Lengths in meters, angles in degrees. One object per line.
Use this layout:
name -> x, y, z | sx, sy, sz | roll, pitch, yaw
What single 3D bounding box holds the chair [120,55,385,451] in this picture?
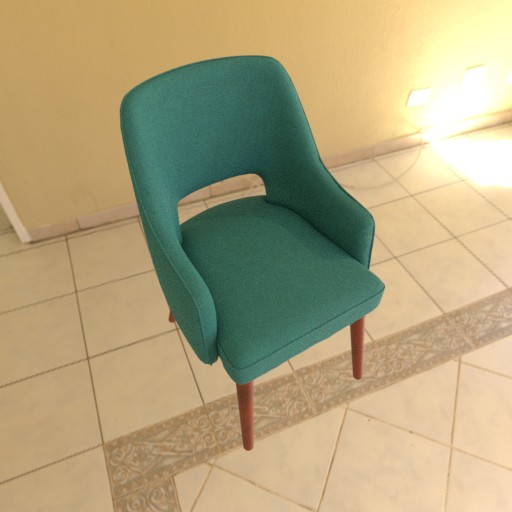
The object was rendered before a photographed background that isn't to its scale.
chair -> 0.000, 0.000, 1.219 | 0.548, 0.849, 0.605 | -25, 51, -22
